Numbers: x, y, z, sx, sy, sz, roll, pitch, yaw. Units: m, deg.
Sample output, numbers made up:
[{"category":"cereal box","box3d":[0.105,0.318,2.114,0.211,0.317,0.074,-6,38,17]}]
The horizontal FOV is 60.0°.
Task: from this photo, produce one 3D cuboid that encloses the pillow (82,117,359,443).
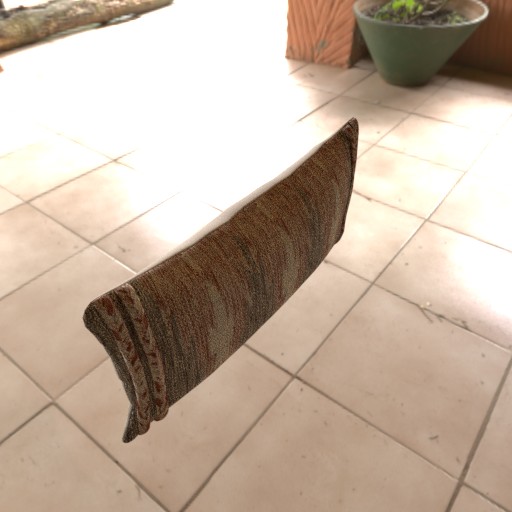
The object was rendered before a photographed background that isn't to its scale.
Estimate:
[{"category":"pillow","box3d":[0.000,0.000,0.738,0.139,0.282,0.635,27,48,27]}]
